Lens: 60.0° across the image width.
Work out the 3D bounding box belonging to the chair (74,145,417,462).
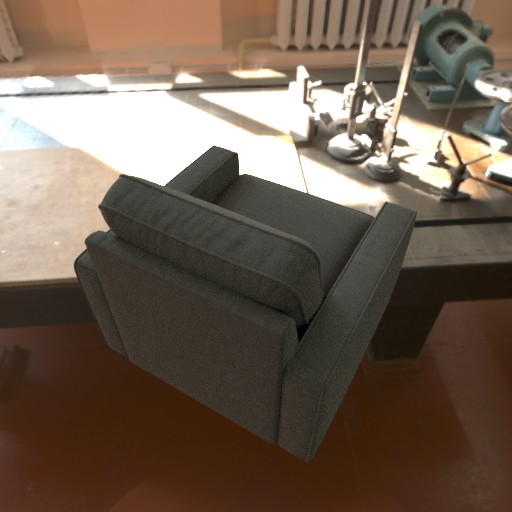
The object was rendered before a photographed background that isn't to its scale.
[{"bbox_3d":[0.000,0.000,1.761,1.017,0.919,0.940,23,50,21],"label":"chair"}]
